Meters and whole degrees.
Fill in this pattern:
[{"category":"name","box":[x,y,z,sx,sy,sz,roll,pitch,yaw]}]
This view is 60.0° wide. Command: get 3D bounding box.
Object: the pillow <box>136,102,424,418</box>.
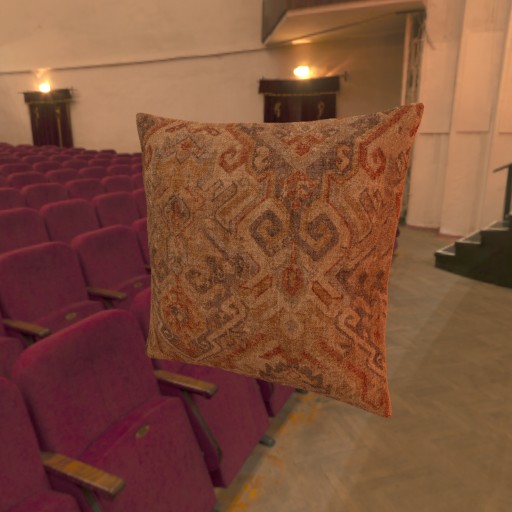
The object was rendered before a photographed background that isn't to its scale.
[{"category":"pillow","box":[0.000,0.000,0.796,0.523,0.506,0.166,7,16,25]}]
